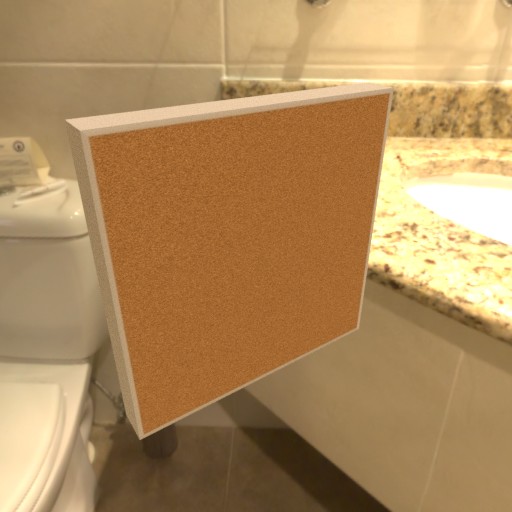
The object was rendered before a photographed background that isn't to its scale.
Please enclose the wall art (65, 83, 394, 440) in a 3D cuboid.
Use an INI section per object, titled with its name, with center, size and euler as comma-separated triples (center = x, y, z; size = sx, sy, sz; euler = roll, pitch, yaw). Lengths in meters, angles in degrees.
[wall art]
center = 0.000, 0.000, 0.454
size = 0.305, 0.304, 0.038
euler = -19, 35, -29
